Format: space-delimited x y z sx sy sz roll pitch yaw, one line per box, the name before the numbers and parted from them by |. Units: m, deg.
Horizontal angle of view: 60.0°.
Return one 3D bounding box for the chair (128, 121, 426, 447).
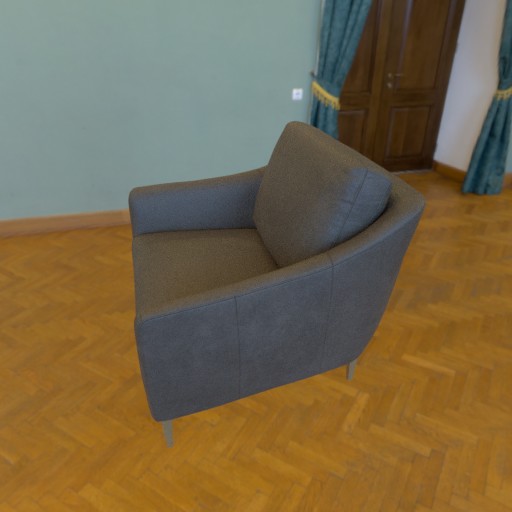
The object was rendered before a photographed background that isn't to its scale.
chair | 0.000 0.000 1.753 0.961 0.901 0.988 -8 31 -13
